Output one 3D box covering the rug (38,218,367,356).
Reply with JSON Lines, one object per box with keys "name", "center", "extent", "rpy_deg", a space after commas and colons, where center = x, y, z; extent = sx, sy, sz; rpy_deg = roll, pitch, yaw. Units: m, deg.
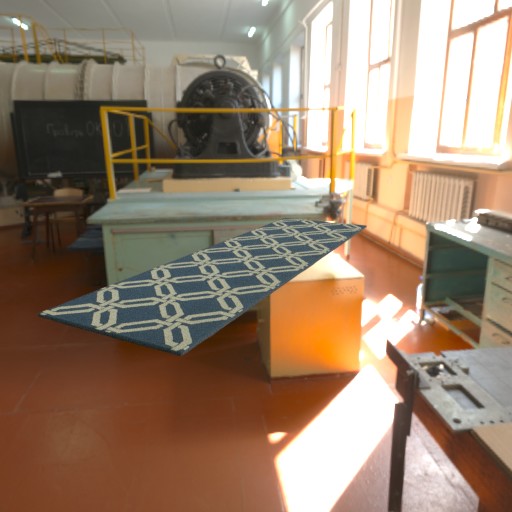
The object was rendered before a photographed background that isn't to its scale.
{"name": "rug", "center": [0.000, 0.000, 2.495], "extent": [0.678, 0.014, 2.276], "rpy_deg": [8, 17, 27]}
